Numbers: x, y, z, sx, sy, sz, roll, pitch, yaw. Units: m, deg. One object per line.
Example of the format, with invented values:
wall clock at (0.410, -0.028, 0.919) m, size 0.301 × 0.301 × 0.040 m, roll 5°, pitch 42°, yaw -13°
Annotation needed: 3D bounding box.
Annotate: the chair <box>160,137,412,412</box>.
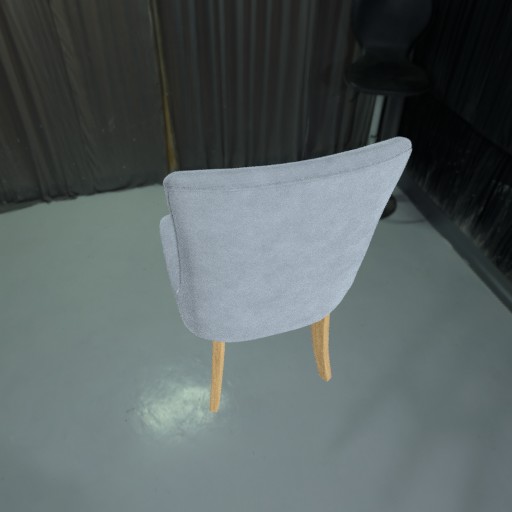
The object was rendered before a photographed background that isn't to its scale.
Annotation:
chair at (0.000, 0.000, 1.260) m, size 0.495 × 0.902 × 0.610 m, roll -11°, pitch 43°, yaw -12°
